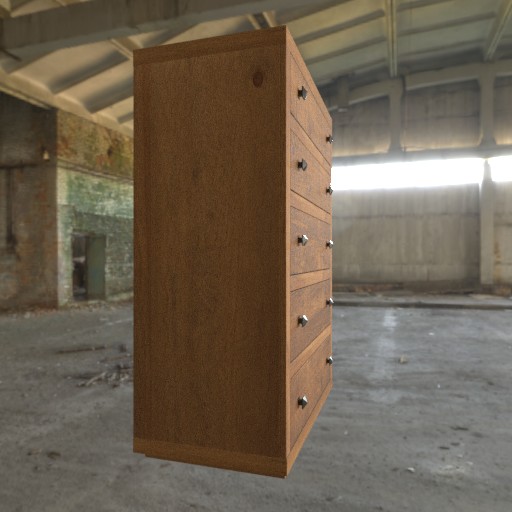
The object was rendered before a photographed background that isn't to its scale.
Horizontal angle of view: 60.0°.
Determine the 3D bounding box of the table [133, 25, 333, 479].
[{"bbox_3d":[0.000,0.000,1.741,0.524,1.294,0.901,0,0,18],"label":"table"}]
